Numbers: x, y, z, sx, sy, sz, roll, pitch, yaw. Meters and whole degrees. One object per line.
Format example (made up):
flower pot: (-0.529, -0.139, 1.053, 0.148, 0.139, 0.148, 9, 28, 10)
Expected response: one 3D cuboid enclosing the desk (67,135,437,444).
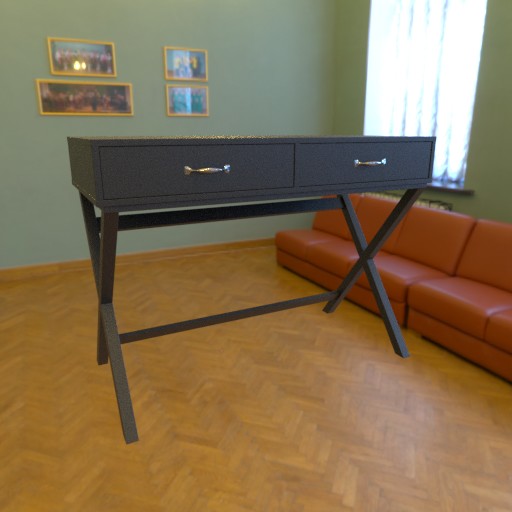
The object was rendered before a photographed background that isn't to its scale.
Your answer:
desk: (0.000, 0.000, 1.500, 1.057, 0.780, 0.525, -8, 18, -26)
